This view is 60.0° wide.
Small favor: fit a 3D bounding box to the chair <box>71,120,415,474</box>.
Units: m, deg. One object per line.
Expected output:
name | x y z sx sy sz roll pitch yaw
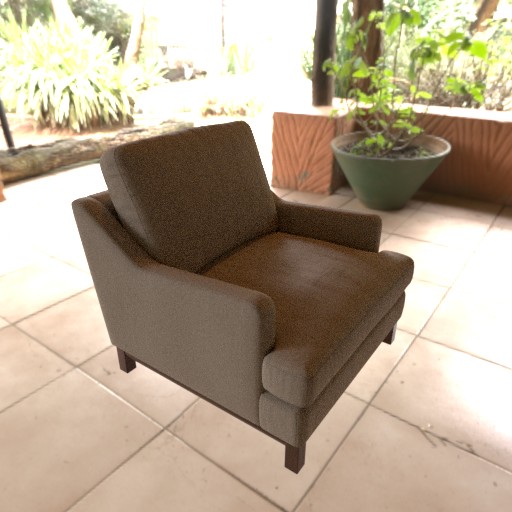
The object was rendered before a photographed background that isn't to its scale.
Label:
chair | 0.000 0.000 1.731 1.001 0.916 0.912 17 31 32
